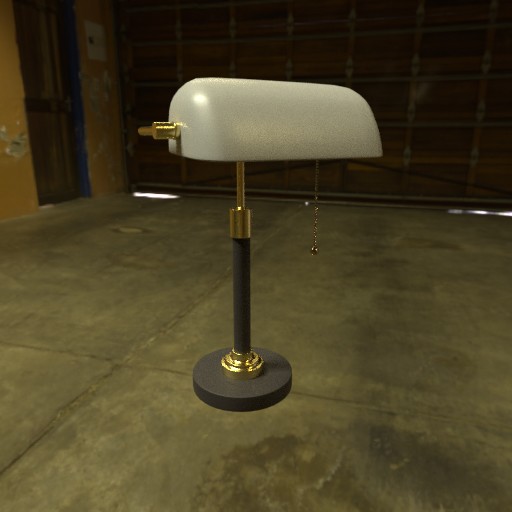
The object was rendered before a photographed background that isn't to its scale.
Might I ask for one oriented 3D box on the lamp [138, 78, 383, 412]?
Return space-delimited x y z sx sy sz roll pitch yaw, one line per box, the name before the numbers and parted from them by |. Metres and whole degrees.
lamp | 0.000 0.000 0.559 0.269 0.404 0.227 -8 17 -27
